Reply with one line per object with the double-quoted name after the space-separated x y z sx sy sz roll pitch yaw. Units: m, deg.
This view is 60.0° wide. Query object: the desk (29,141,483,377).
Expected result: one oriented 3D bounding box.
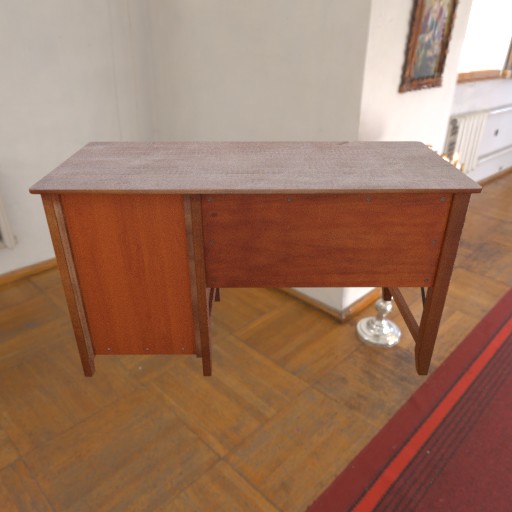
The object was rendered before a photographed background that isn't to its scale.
0.000 0.000 1.737 1.353 0.756 0.574 0 28 0 "desk"
